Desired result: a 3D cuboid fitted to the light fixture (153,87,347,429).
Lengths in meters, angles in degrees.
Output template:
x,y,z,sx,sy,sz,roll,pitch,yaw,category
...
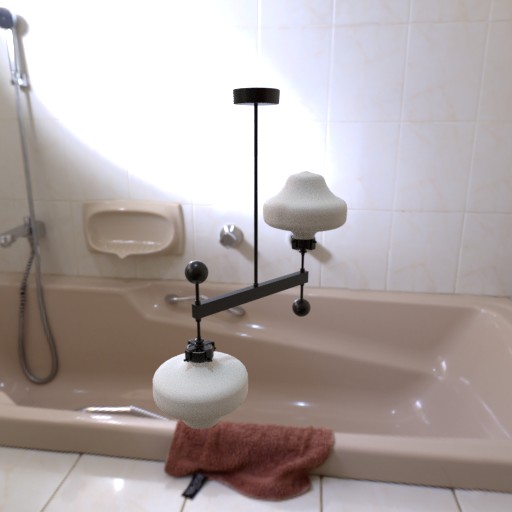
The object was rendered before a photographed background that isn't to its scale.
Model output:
x,y,z,sx,sy,sz,roll,pitch,yaw,category
0.000,0.000,1.053,0.422,0.743,0.489,3,16,9,light fixture
